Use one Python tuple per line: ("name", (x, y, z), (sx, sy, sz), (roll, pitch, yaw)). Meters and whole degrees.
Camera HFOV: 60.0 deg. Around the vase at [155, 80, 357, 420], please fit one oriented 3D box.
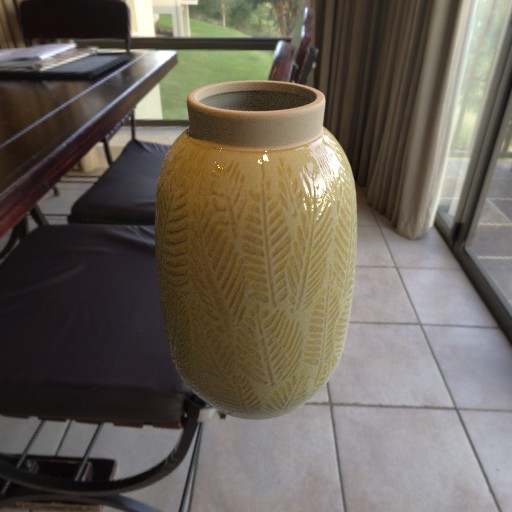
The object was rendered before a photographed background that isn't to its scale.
("vase", (0.000, 0.000, 0.384), (0.172, 0.270, 0.172), (0, 33, 0))
